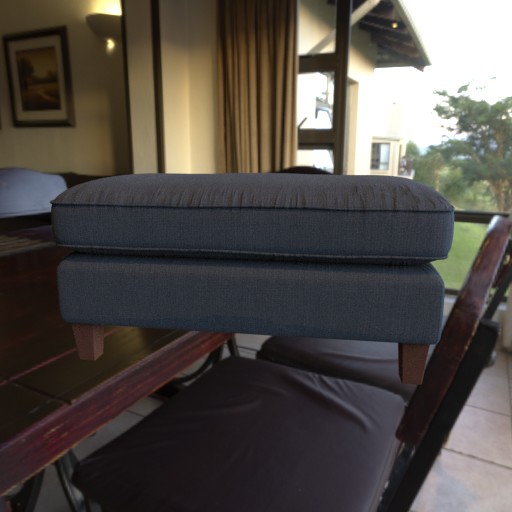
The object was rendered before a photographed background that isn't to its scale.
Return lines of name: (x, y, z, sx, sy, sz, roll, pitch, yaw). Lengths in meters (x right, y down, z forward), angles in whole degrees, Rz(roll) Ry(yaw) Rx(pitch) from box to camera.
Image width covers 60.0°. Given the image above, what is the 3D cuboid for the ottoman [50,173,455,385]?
ottoman: (0.000, 0.000, 1.202, 0.885, 0.438, 0.570, 2, 14, 8)
